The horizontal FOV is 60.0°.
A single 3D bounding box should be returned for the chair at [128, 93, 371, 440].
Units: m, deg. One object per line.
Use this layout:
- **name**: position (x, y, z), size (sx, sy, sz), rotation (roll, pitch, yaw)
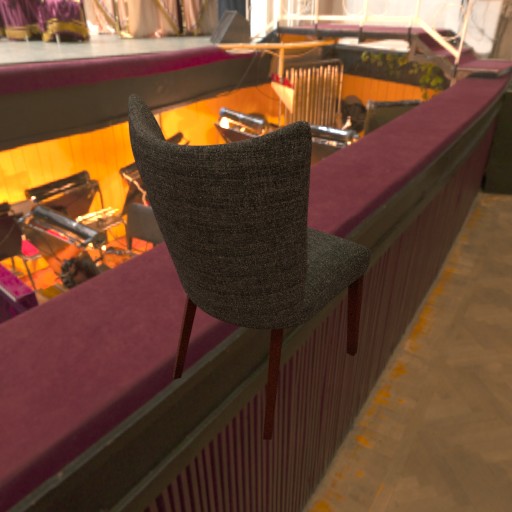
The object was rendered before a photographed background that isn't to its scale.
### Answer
- **chair**: position (0.000, 0.000, 1.329), size (0.535, 0.924, 0.623), rotation (21, 36, 33)
